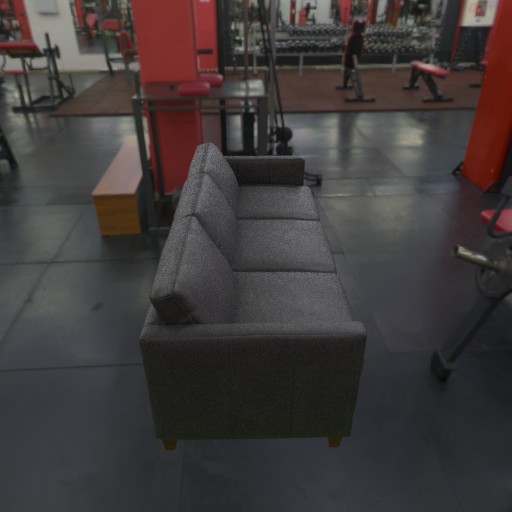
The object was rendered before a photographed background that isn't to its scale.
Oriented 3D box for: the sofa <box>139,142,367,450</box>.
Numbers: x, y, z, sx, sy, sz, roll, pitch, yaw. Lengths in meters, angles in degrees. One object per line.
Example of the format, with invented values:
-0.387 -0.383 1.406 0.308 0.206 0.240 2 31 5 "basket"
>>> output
0.000 0.000 3.071 1.045 1.006 2.464 -1 30 -1 "sofa"
